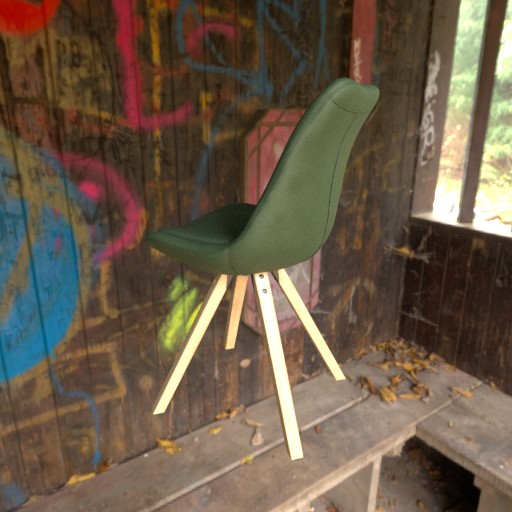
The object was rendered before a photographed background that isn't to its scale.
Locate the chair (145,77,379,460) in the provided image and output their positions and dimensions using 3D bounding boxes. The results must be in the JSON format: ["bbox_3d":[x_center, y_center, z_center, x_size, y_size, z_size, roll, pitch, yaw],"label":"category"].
[{"bbox_3d":[0.000,0.000,1.198,0.547,0.865,0.483,9,20,25],"label":"chair"}]
